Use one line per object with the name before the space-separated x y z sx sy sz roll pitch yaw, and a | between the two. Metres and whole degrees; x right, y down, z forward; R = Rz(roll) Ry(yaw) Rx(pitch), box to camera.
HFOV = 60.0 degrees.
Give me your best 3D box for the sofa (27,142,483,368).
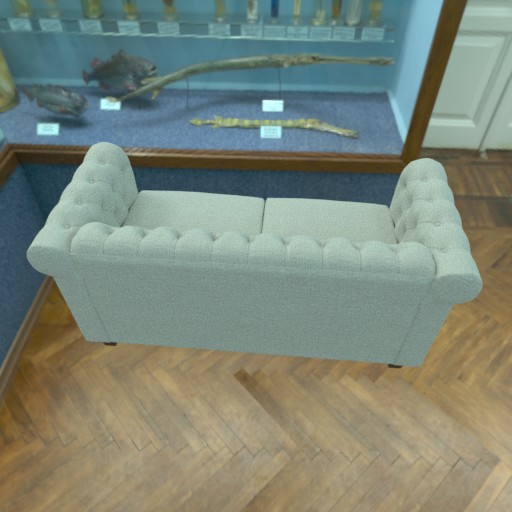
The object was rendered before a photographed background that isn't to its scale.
sofa | 0.000 0.000 2.219 1.798 0.797 0.783 4 47 3
